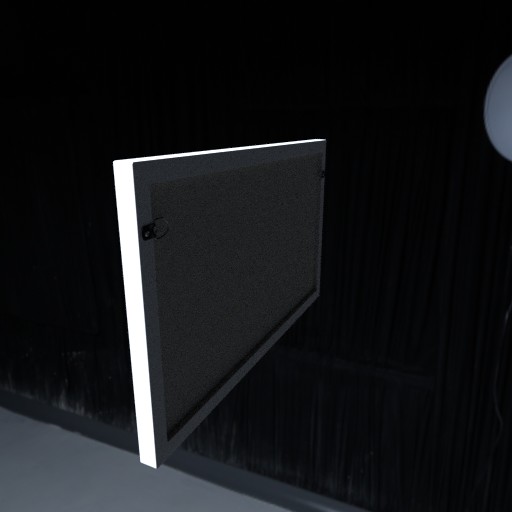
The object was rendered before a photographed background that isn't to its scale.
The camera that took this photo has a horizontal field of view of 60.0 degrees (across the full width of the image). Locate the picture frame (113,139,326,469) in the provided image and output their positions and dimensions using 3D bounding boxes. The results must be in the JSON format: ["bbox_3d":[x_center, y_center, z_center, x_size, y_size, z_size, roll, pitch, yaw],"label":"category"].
[{"bbox_3d":[0.000,0.000,0.787,0.044,0.379,0.647,8,19,25],"label":"picture frame"}]
